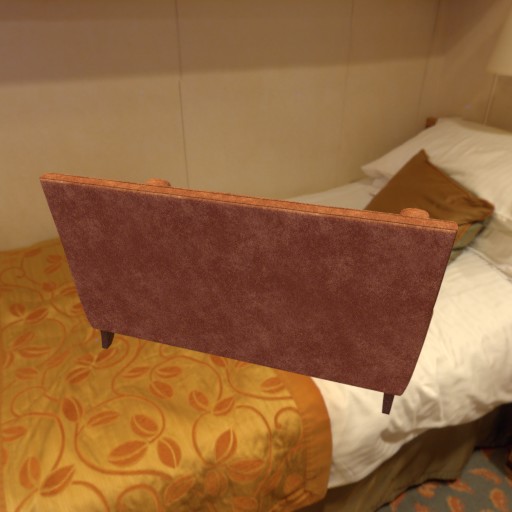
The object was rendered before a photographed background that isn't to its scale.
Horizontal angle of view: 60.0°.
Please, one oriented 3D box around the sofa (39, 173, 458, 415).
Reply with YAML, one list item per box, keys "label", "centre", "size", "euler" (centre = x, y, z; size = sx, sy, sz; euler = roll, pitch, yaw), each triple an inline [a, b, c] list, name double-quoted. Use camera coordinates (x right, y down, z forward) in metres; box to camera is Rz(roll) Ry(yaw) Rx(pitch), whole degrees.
- label: "sofa"
  centre: [0.000, 0.000, 2.011]
  size: [1.473, 0.871, 0.787]
  euler: [9, 31, 15]
